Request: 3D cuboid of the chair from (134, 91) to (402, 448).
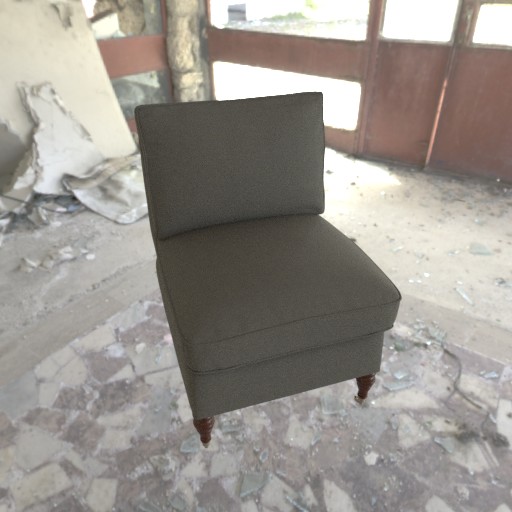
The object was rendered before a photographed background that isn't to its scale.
[{"bbox_3d":[0.000,0.000,1.670,0.724,1.045,0.924,-10,34,-15],"label":"chair"}]
